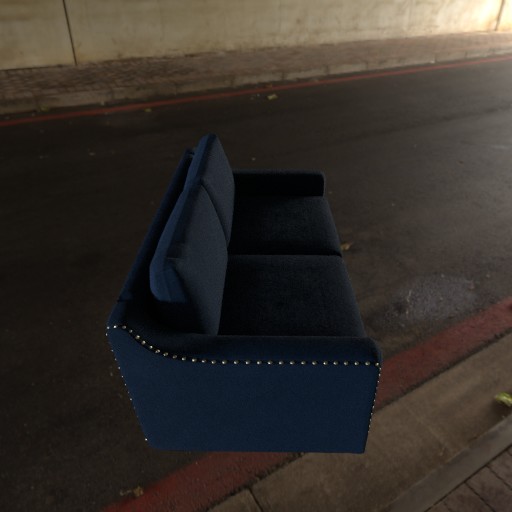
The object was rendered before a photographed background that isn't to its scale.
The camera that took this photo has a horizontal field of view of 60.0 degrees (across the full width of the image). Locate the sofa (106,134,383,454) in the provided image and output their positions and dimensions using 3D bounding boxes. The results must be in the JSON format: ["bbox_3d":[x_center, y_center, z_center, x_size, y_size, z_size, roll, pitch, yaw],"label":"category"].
[{"bbox_3d":[0.000,0.000,2.704,1.104,0.983,2.107,0,32,1],"label":"sofa"}]
